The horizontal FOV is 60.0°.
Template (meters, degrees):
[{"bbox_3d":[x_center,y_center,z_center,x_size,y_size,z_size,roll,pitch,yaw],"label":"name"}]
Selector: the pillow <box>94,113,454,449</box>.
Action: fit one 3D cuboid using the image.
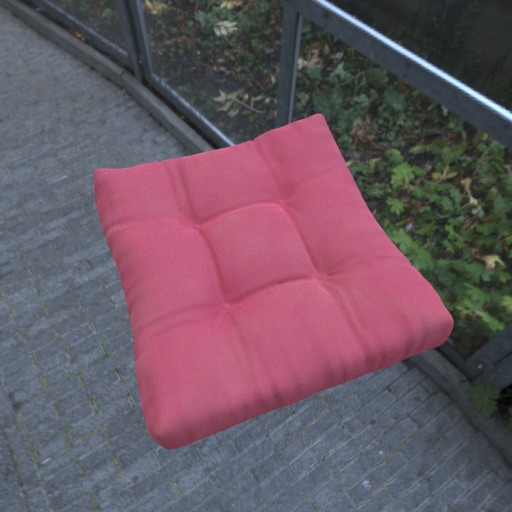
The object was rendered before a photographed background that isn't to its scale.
[{"bbox_3d":[0.000,0.000,0.748,0.468,0.128,0.490,-17,59,-11],"label":"pillow"}]
